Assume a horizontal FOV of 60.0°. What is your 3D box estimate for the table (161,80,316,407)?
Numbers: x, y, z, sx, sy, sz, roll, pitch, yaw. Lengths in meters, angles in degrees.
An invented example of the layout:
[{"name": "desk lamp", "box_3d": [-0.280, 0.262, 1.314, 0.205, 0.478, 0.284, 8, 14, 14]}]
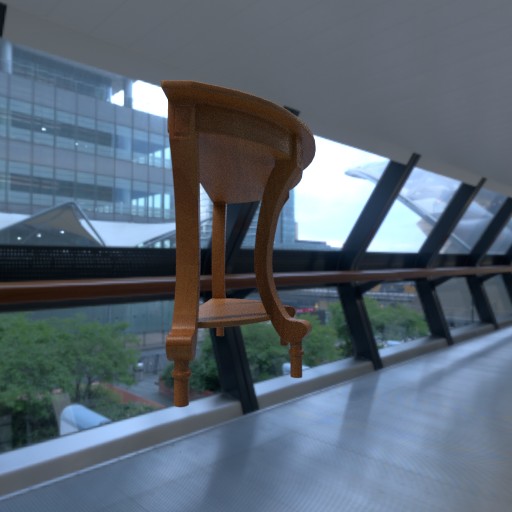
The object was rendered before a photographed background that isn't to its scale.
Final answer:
[{"name": "table", "box_3d": [0.000, 0.000, 1.508, 0.394, 0.692, 1.198, 0, -2, 0]}]
